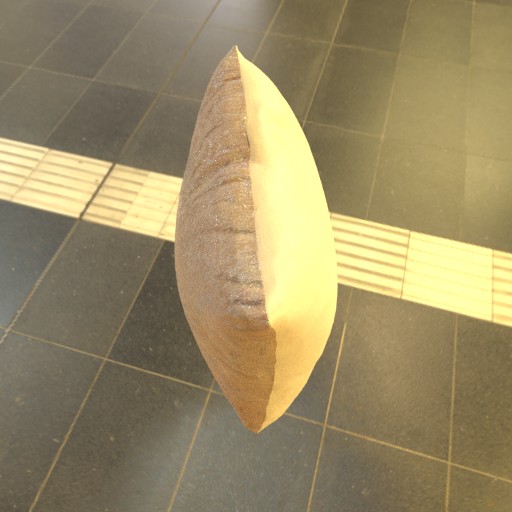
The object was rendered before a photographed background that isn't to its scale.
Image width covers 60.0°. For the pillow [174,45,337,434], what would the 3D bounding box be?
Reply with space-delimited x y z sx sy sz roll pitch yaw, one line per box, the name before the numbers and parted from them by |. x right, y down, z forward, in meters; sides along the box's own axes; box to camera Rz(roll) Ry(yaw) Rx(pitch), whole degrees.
pillow | 0.000 0.000 0.704 0.245 0.448 0.450 -3 57 -2
